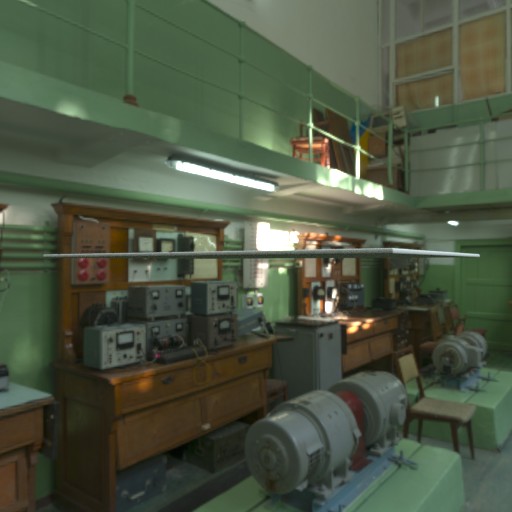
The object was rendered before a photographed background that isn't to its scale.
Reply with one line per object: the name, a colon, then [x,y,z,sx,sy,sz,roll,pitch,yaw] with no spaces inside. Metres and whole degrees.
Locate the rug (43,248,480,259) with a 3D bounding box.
rug: [0.000,0.000,2.224,1.828,0.015,1.222,-1,-1,37]
